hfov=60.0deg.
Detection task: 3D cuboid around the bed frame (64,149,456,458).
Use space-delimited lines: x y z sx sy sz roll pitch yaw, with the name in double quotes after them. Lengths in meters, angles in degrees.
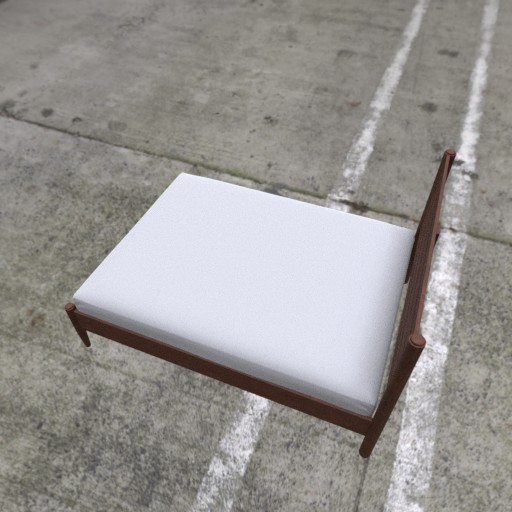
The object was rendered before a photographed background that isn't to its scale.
0.000 0.000 3.192 2.234 1.321 1.655 16 48 15 "bed frame"
